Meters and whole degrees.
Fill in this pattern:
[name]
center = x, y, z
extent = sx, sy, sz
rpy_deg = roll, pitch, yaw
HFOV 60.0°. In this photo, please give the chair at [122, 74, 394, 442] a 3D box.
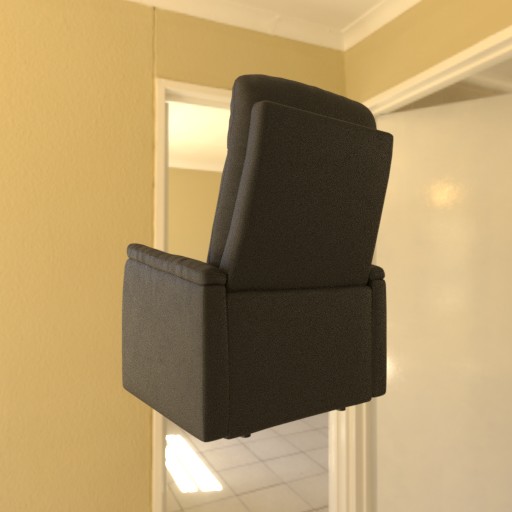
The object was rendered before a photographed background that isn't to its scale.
[chair]
center = 0.000, 0.000, 1.643
extent = 0.775, 1.082, 0.831
rpy_deg = 1, -1, -35
